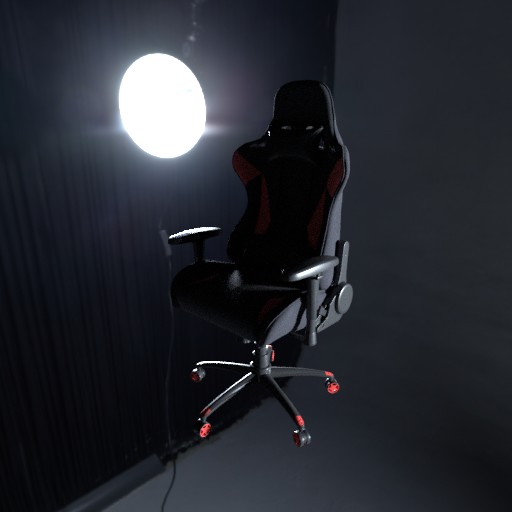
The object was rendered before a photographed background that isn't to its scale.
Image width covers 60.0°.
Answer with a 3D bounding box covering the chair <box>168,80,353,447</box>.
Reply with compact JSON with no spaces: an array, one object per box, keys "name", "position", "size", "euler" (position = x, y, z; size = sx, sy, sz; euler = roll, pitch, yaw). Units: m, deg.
[{"name":"chair","position":[0.000,0.000,1.752],"size":[0.695,1.326,0.658],"euler":[16,23,42]}]
